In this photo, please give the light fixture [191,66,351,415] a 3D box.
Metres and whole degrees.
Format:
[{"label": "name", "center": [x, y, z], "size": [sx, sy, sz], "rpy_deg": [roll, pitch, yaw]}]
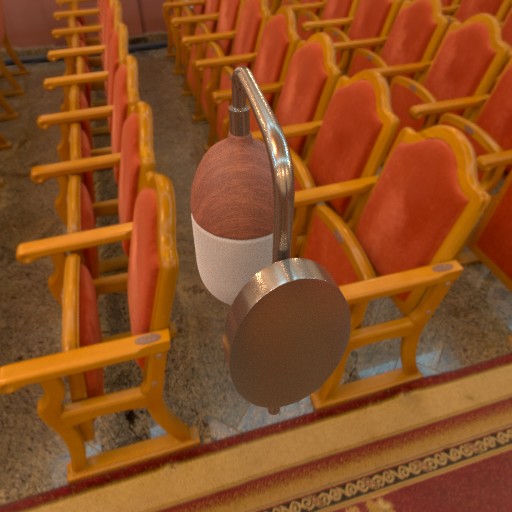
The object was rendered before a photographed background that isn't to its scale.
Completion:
[{"label": "light fixture", "center": [0.000, 0.000, 0.442], "size": [0.108, 0.343, 0.216], "rpy_deg": [-11, 43, -12]}]
